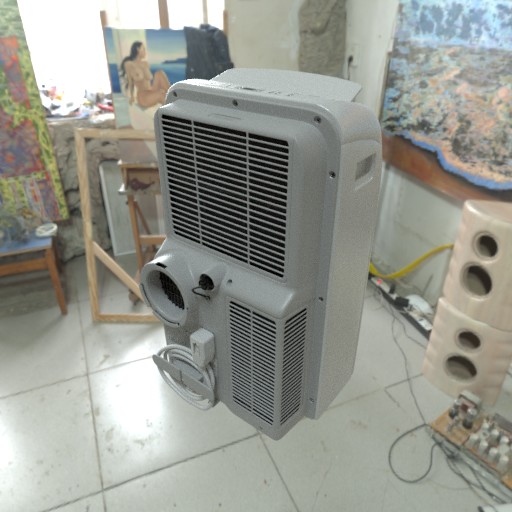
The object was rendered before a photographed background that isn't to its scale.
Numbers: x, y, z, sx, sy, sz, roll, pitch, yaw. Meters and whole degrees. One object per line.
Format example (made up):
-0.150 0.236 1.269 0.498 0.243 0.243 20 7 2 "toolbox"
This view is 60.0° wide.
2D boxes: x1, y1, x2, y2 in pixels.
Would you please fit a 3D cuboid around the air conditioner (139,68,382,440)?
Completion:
0.000 0.000 1.054 0.449 0.786 0.414 22 37 32 "air conditioner"
